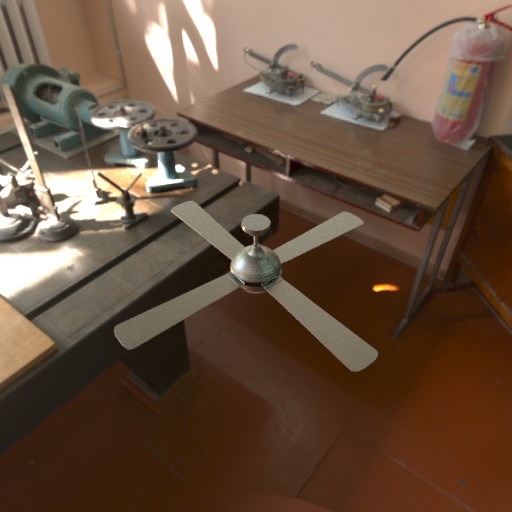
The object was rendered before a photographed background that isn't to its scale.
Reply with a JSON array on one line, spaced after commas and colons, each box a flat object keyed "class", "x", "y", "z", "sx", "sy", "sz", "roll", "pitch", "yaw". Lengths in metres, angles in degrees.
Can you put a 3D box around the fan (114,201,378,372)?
[{"class": "fan", "x": 0.000, "y": 0.000, "z": 2.034, "sx": 1.321, "sy": 0.381, "sz": 1.321, "roll": -11, "pitch": 41, "yaw": -13}]
